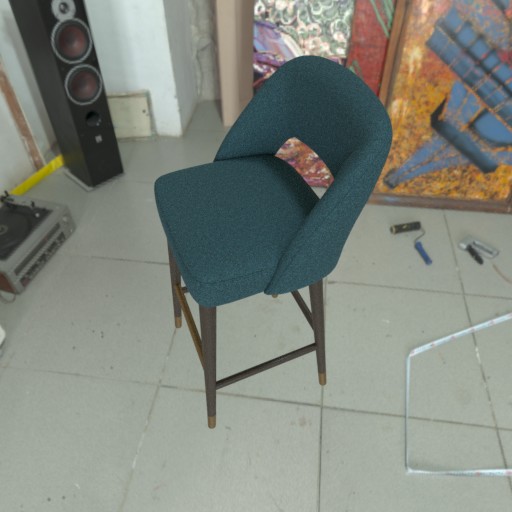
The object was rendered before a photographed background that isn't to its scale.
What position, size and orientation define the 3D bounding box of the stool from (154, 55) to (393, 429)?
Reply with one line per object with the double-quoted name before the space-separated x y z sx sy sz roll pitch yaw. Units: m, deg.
"stool" 0.000 0.000 1.333 0.522 1.032 0.536 -16 48 -15
